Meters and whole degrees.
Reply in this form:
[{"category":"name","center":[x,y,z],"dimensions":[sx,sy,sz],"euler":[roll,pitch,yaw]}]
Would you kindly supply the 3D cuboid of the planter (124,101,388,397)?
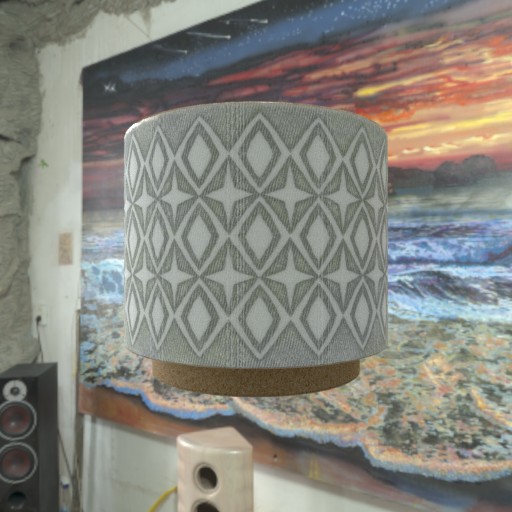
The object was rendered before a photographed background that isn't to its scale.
[{"category":"planter","center":[0.000,0.000,0.446],"dimensions":[0.255,0.223,0.255],"euler":[0,0,0]}]
